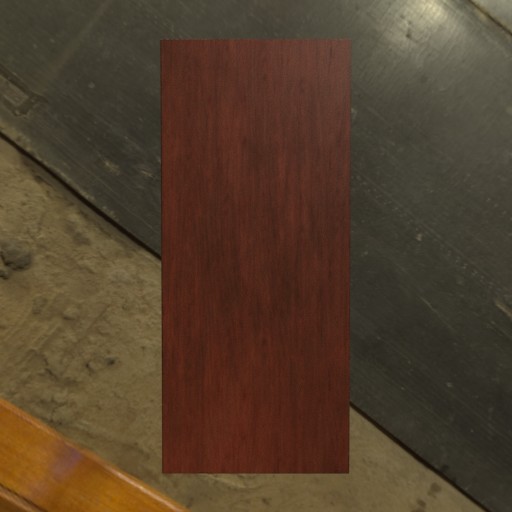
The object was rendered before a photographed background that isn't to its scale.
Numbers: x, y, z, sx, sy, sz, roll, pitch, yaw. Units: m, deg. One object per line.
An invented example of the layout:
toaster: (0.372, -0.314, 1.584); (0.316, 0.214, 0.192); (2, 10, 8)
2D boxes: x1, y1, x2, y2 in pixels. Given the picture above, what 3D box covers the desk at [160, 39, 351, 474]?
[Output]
desk: (0.000, 0.000, 1.778); (0.600, 0.761, 1.372); (0, 91, 0)
